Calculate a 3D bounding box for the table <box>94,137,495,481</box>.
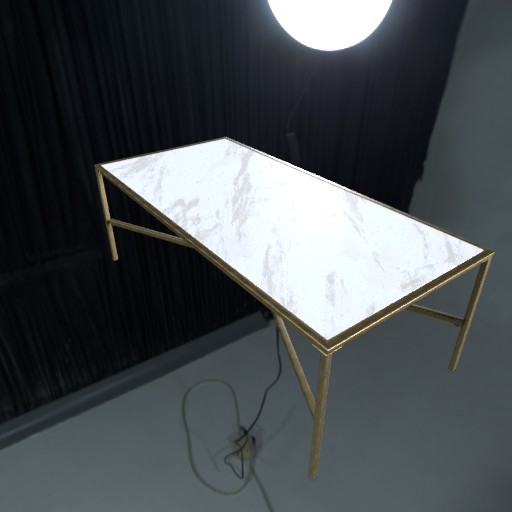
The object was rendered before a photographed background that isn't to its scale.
[{"bbox_3d":[0.000,0.000,1.458,0.577,0.405,1.197,-21,37,-31],"label":"table"}]
